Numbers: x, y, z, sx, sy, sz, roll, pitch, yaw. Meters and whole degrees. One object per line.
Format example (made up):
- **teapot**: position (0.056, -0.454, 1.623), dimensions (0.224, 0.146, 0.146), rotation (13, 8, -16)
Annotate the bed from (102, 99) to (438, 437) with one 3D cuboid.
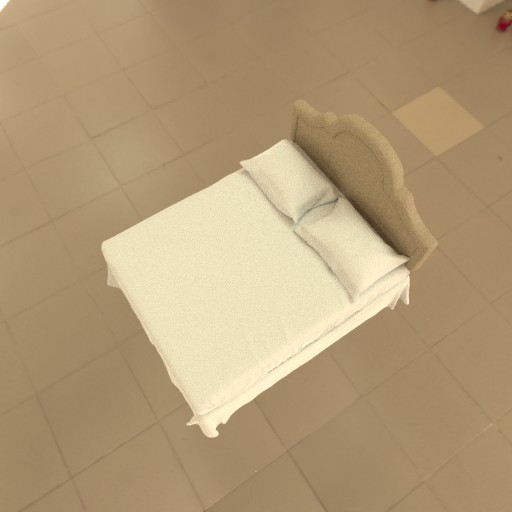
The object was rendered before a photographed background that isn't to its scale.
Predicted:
- **bed**: position (0.000, 0.000, 3.444), dimensions (2.222, 1.634, 1.780), rotation (-31, 68, -14)
